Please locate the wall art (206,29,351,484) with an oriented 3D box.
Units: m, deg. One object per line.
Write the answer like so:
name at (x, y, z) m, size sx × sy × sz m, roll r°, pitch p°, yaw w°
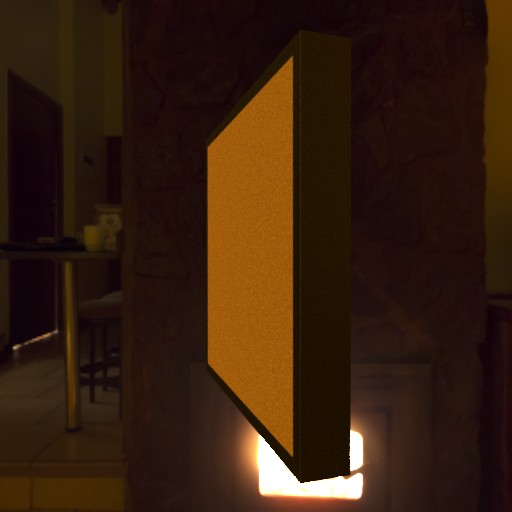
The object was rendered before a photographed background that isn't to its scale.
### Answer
wall art at (0.000, 0.000, 0.446) m, size 0.038 × 0.304 × 0.304 m, roll 0°, pitch 0°, yaw -18°
